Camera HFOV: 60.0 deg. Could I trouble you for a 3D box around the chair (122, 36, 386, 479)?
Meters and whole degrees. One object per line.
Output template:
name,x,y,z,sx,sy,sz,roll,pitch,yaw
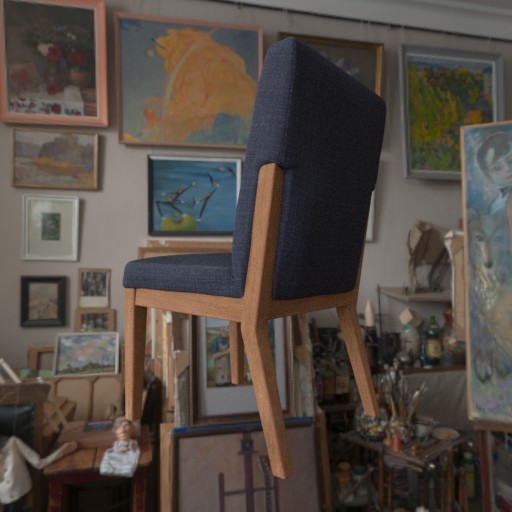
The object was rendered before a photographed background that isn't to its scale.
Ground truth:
chair,0.000,0.000,1.251,0.586,0.911,0.507,0,0,38
